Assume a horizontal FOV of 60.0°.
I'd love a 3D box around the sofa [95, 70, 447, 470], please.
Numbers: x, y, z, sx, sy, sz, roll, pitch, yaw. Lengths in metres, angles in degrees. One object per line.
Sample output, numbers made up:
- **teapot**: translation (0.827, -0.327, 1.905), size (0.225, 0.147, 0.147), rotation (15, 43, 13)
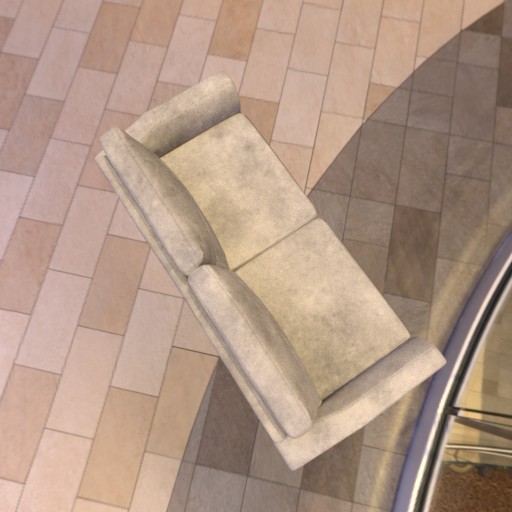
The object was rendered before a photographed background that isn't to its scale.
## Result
- **sofa**: translation (0.000, 0.000, 2.249), size (0.849, 0.859, 1.837), rotation (-33, 77, -9)
